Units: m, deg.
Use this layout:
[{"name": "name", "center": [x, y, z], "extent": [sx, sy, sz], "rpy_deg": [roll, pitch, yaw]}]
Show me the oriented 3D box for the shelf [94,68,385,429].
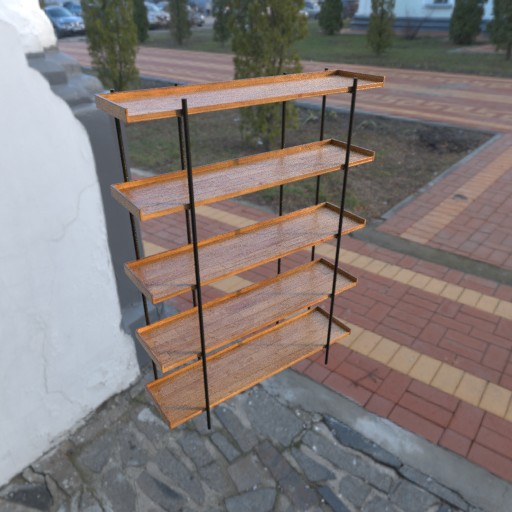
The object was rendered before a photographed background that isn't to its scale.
[{"name": "shelf", "center": [0.000, 0.000, 2.470], "extent": [1.371, 1.826, 0.379], "rpy_deg": [-19, 35, -30]}]
